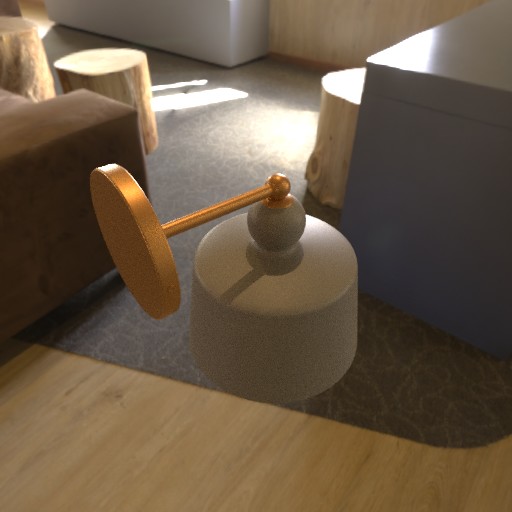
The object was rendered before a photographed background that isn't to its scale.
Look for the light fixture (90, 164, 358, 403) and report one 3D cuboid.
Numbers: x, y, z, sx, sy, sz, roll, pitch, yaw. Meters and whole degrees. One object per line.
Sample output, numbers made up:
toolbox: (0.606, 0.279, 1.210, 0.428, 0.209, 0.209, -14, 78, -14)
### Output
light fixture: (0.000, 0.000, 0.448, 0.254, 0.268, 0.204, -25, 46, -27)
